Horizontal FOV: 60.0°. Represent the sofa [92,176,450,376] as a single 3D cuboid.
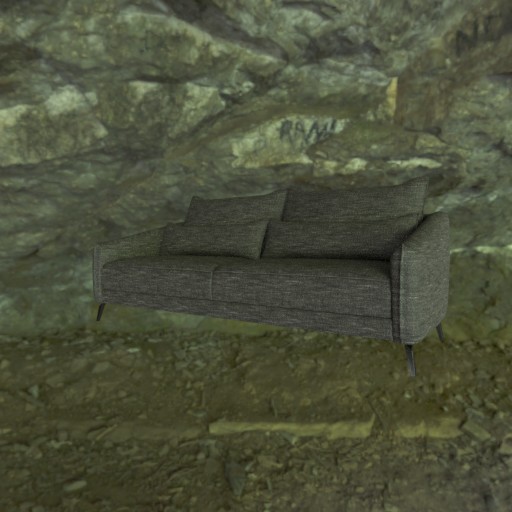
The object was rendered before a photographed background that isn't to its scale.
[{"bbox_3d":[0.000,0.000,2.507,2.019,0.843,0.807,1,2,36],"label":"sofa"}]
